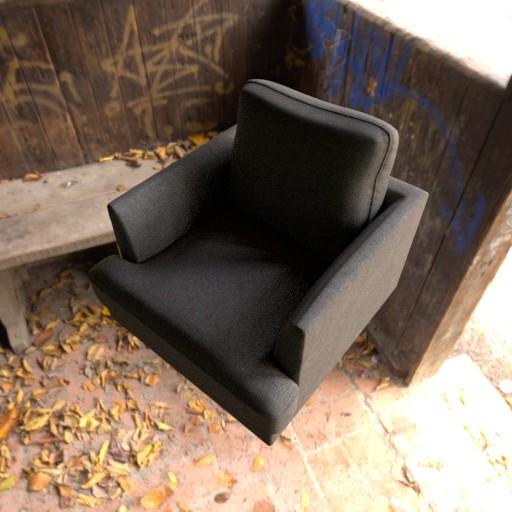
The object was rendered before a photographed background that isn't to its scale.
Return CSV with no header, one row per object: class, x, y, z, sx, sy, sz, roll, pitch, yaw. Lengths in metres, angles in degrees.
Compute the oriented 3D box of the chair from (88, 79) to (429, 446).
chair,0.000,0.000,1.608,0.858,0.957,0.899,31,54,26
